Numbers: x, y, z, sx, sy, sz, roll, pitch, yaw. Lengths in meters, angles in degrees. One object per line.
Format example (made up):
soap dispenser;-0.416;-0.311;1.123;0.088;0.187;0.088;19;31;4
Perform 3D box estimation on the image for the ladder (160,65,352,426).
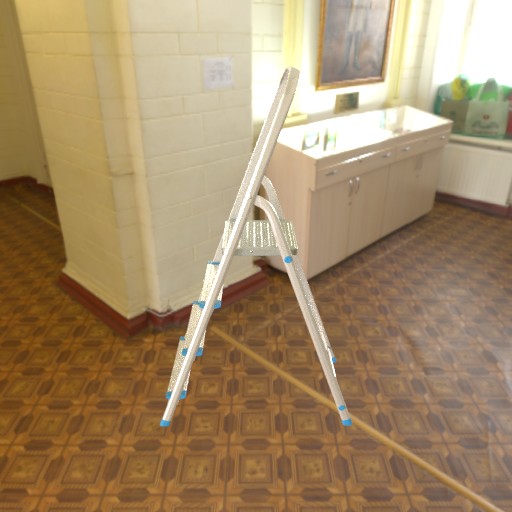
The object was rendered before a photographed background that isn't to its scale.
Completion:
ladder;0.000;0.000;1.822;0.842;1.434;0.445;0;26;0
